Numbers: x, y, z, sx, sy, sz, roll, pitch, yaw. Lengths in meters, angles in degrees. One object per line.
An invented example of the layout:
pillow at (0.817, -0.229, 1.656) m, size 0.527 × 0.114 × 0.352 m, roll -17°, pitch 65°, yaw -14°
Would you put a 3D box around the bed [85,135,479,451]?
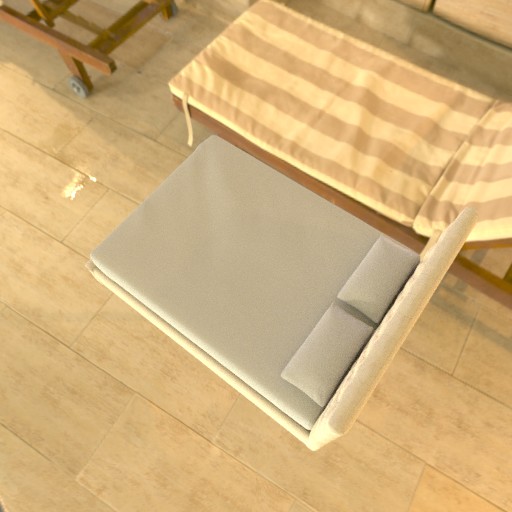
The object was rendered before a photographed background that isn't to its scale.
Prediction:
bed at (0.000, 0.000, 3.483) m, size 2.387 × 1.427 × 1.698 m, roll 34°, pitch 68°, yaw 16°
